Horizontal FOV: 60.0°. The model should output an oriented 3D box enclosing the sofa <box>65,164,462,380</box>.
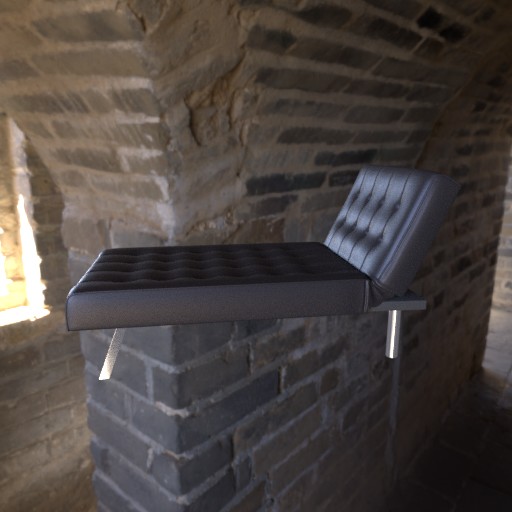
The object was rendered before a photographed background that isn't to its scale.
[{"bbox_3d":[0.000,0.000,2.093,1.560,0.820,0.760,-2,14,-9],"label":"sofa"}]
